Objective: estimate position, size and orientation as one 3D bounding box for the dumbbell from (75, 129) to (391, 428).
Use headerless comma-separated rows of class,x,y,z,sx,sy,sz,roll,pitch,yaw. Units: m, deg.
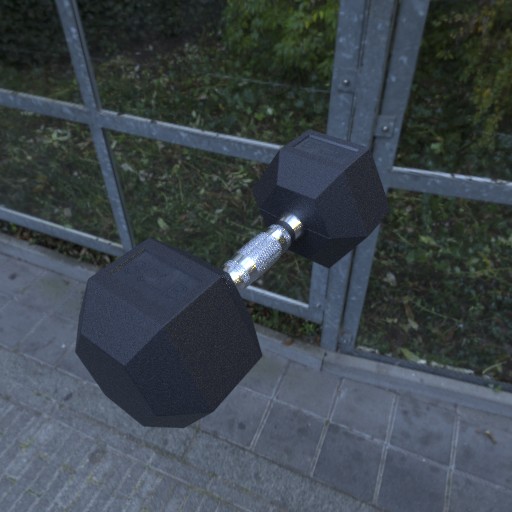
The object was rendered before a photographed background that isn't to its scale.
dumbbell,0.000,0.000,0.413,0.142,0.123,0.337,26,47,27
